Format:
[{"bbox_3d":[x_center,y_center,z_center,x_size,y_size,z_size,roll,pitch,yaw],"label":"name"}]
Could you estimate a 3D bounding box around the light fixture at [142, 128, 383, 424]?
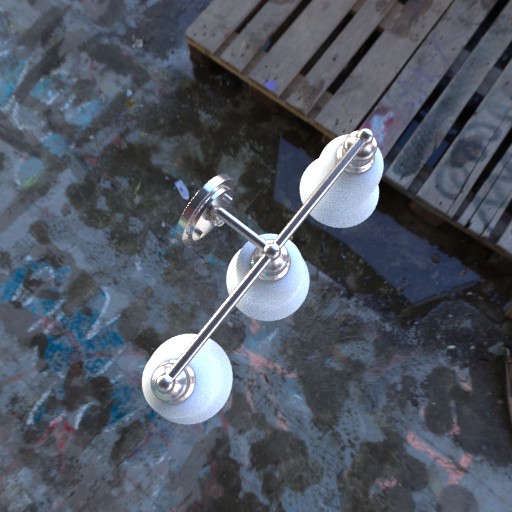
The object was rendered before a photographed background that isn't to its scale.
[{"bbox_3d":[0.000,0.000,0.677,0.198,0.211,0.570,38,79,8],"label":"light fixture"}]
